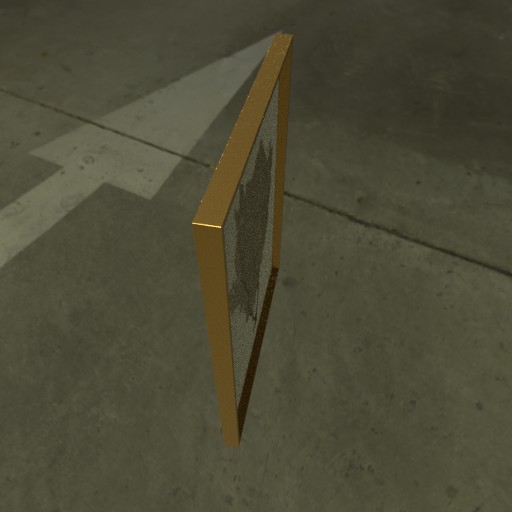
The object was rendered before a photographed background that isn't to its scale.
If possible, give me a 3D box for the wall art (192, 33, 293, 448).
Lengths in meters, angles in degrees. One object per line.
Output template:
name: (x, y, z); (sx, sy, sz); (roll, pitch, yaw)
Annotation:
wall art: (0.000, 0.000, 1.032); (0.038, 0.762, 0.610); (9, 48, 8)
